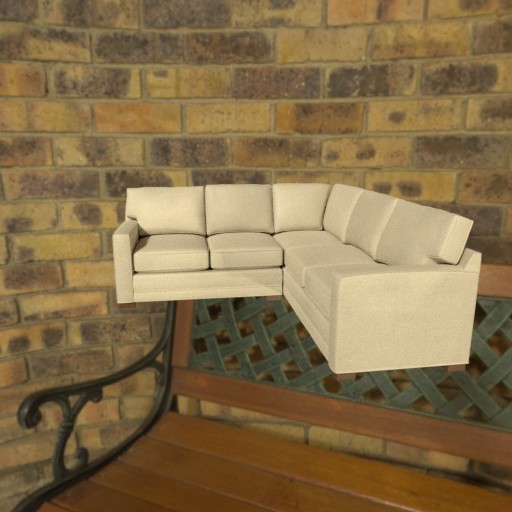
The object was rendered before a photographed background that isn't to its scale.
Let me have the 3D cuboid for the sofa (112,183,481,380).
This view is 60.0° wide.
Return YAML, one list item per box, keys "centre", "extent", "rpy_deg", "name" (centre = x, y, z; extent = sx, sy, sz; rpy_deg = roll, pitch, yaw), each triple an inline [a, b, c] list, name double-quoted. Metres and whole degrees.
- centre: [0.000, 0.000, 3.355]
  extent: [2.182, 0.939, 2.189]
  rpy_deg: [-2, 14, -8]
  name: "sofa"
